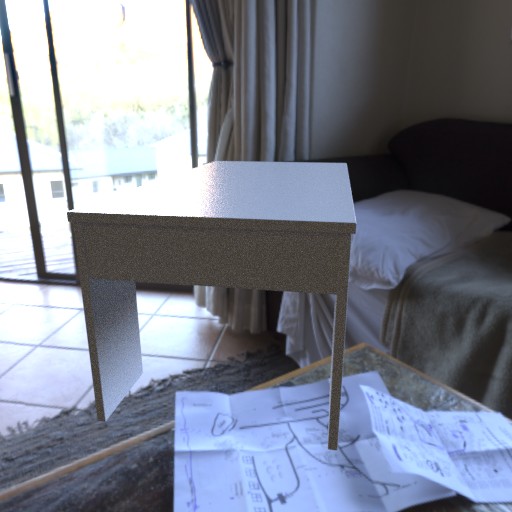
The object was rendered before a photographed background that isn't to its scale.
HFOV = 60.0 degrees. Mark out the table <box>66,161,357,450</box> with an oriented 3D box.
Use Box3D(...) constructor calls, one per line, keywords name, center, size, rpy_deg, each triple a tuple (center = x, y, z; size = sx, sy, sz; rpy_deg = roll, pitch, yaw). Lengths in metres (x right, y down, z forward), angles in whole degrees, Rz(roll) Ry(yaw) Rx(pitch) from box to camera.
Box3D(name="table", center=(0.000, 0.000, 1.272), size=(0.500, 0.440, 1.000), rpy_deg=(3, 17, 10))
